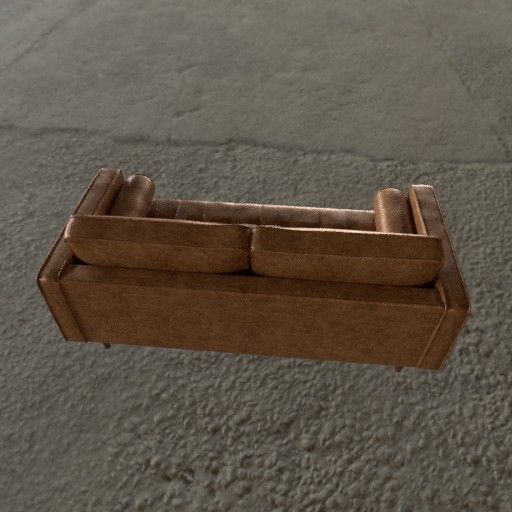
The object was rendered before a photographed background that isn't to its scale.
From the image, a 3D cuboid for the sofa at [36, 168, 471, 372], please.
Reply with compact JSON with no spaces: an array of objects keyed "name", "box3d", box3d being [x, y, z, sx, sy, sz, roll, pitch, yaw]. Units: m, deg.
[{"name":"sofa","box3d":[0.000,0.000,2.356,1.920,0.825,0.924,4,45,4]}]
